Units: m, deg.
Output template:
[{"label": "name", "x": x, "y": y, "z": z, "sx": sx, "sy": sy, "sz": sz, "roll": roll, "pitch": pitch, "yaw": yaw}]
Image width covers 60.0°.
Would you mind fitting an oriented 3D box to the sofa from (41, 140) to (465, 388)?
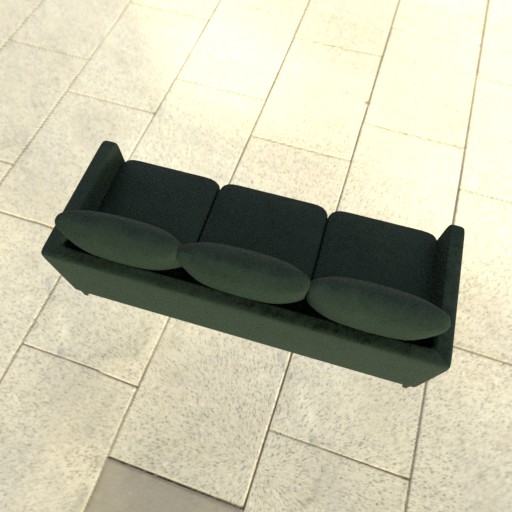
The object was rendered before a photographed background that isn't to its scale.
[{"label": "sofa", "x": 0.000, "y": 0.000, "z": 2.650, "sx": 2.218, "sy": 0.870, "sz": 0.859, "roll": 15, "pitch": 65, "yaw": 7}]
